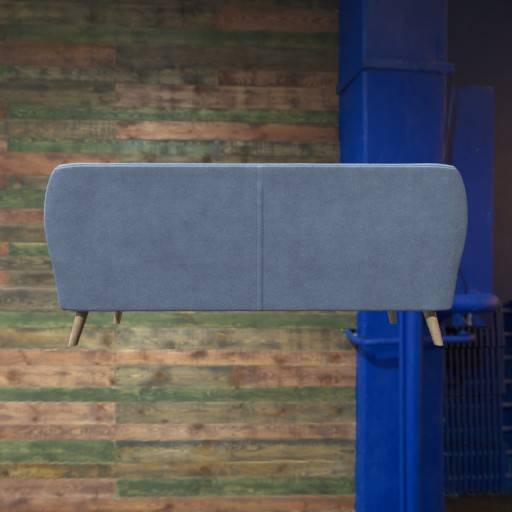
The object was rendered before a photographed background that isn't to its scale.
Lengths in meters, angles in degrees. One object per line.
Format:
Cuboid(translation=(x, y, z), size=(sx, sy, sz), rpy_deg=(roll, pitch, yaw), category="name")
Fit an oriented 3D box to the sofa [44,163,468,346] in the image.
Cuboid(translation=(0.000, 0.000, 2.376), size=(1.970, 0.830, 0.830), rpy_deg=(0, 0, -1), category="sofa")
